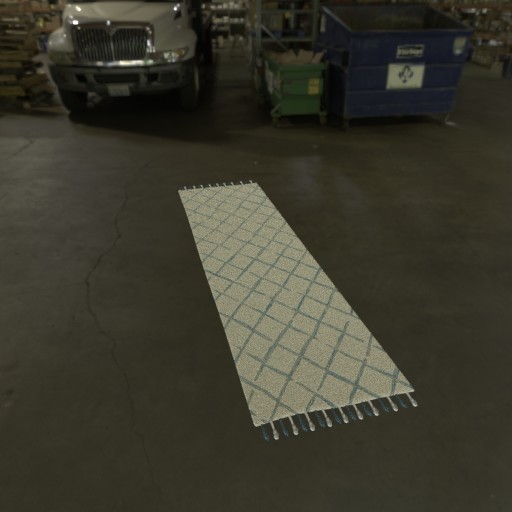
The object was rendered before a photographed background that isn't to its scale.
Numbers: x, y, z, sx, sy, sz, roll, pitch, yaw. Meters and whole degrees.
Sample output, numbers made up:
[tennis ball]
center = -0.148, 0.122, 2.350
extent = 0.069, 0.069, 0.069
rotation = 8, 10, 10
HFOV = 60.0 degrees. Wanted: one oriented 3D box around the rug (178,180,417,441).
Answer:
[rug]
center = 0.000, 0.000, 2.520
extent = 0.620, 0.008, 2.372
rotation = -8, 31, -13
